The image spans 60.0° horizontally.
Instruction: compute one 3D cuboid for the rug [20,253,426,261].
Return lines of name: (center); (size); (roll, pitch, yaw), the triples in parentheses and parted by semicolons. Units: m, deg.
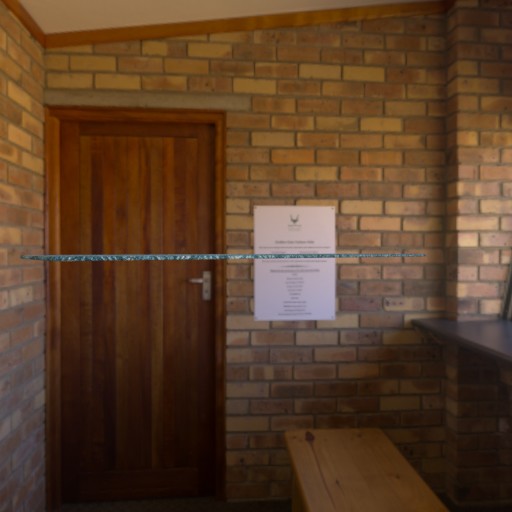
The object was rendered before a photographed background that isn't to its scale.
rug: (0.000, 0.000, 2.511); (2.286, 0.016, 0.676); (0, 1, -36)
